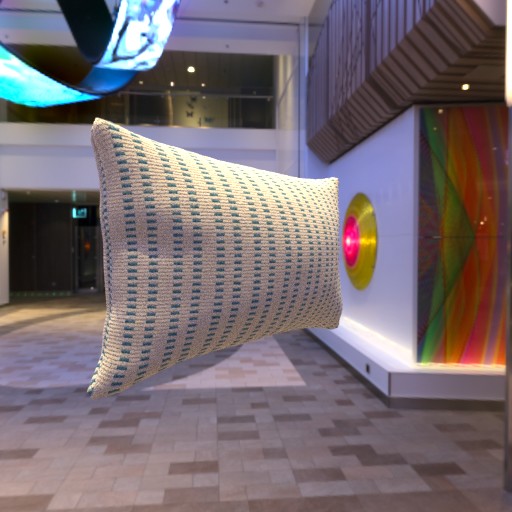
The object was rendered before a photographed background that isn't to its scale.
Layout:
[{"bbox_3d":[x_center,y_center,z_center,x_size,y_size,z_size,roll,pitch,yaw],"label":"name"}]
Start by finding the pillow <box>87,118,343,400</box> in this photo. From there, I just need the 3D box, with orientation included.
[{"bbox_3d":[0.000,0.000,0.793,0.210,0.353,0.640,1,2,38],"label":"pillow"}]
